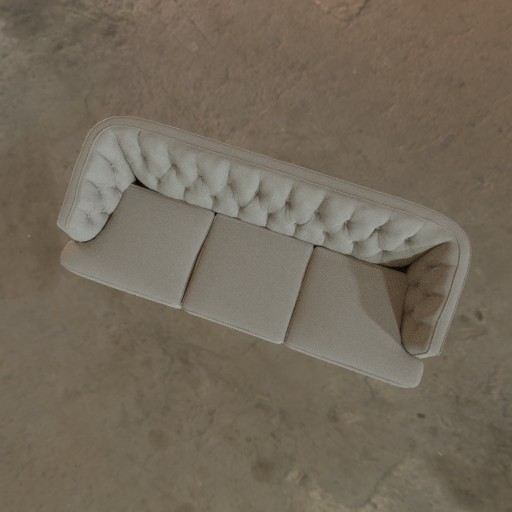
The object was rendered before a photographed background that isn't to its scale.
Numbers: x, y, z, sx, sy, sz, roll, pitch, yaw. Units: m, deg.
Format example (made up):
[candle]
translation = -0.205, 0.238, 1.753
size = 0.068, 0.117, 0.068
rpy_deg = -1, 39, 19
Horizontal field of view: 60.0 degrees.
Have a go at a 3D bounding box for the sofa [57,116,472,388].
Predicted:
[sofa]
translation = 0.000, 0.000, 2.757
size = 2.278, 0.855, 0.941
rpy_deg = 18, 76, 5
